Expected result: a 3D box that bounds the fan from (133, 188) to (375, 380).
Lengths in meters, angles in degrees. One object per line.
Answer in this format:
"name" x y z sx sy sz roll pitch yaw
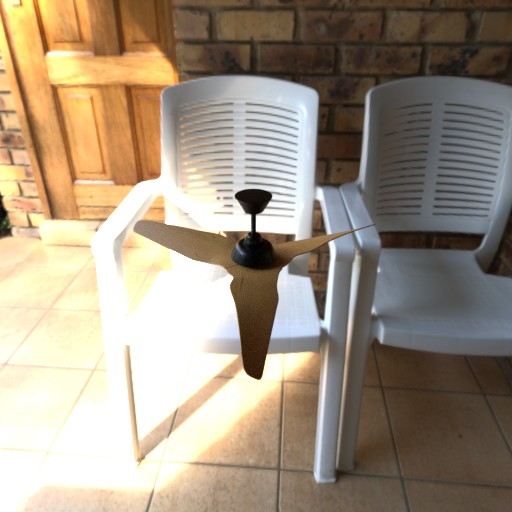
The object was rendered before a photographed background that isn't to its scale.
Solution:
"fan" 0.000 0.000 1.641 1.142 0.355 1.010 -1 30 -1
